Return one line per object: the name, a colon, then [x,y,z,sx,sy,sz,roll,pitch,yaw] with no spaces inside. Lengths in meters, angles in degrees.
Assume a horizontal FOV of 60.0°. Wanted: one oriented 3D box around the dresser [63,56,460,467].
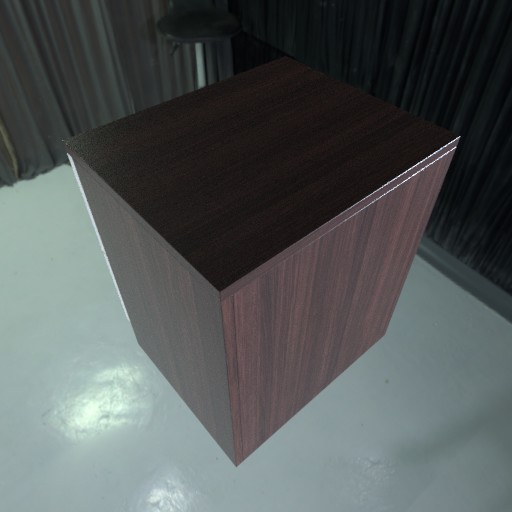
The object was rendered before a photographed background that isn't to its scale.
dresser: [0.000,0.000,0.757,0.400,0.470,0.360,-32,55,-27]
